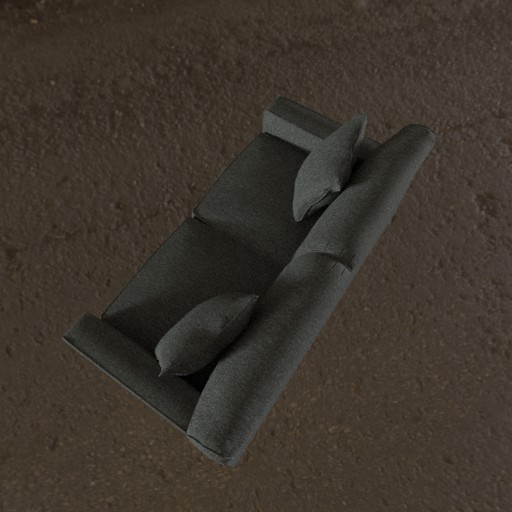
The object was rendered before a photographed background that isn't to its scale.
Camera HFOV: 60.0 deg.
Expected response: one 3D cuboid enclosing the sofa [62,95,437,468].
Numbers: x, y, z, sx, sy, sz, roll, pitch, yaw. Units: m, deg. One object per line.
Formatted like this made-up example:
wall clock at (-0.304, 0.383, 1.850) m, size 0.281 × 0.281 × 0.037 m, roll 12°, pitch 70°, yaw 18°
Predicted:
sofa at (0.000, 0.000, 2.381) m, size 0.998 × 0.958 × 1.846 m, roll 31°, pitch 68°, yaw 14°
